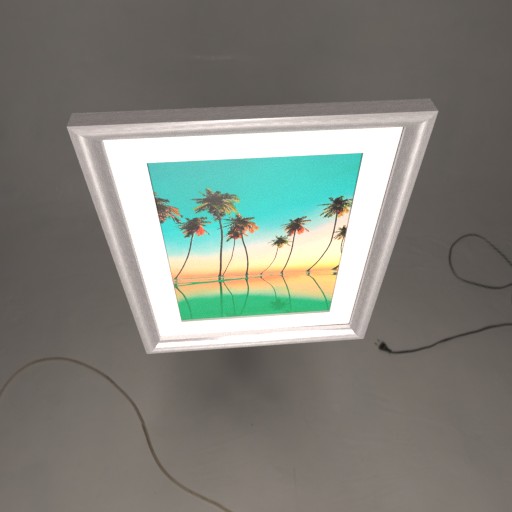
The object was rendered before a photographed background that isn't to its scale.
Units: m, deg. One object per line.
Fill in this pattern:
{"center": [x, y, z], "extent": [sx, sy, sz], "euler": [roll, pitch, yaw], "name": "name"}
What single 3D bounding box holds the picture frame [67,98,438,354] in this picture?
{"center": [0.000, 0.000, 0.535], "extent": [0.327, 0.378, 0.027], "euler": [-3, 48, -3], "name": "picture frame"}
